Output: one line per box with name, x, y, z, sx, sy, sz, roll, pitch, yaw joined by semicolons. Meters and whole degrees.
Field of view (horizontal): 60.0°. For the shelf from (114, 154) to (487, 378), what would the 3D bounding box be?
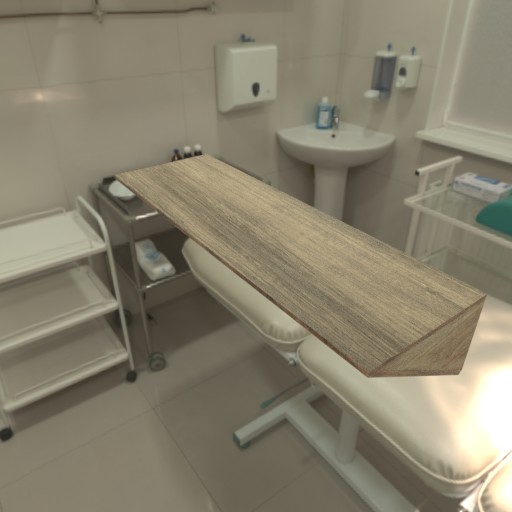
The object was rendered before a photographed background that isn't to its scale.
shelf;0.000;0.000;0.692;0.200;0.125;0.610;-21;37;-31
